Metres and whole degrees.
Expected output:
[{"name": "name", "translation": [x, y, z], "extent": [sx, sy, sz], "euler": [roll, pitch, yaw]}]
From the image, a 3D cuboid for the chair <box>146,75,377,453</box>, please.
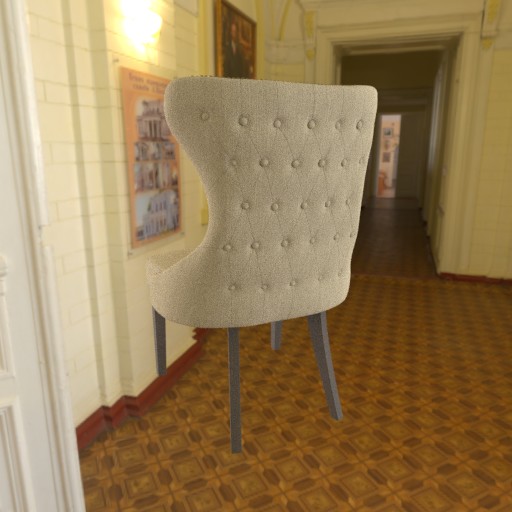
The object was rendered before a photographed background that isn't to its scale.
[{"name": "chair", "translation": [0.000, 0.000, 1.374], "extent": [0.628, 0.967, 0.635], "euler": [-7, 15, -26]}]
